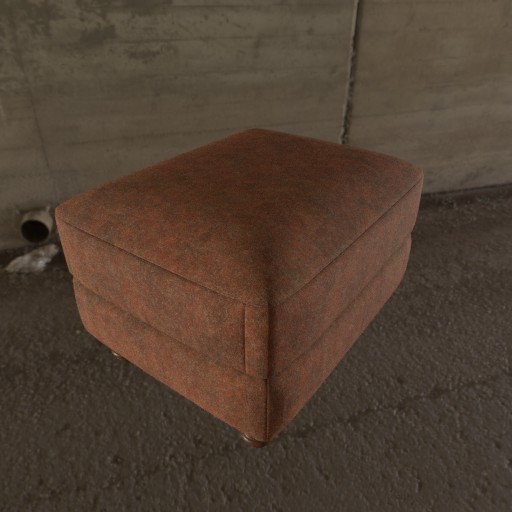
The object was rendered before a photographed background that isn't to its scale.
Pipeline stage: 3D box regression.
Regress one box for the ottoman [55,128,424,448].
[{"bbox_3d":[0.000,0.000,1.161,0.635,0.508,0.787,21,38,30],"label":"ottoman"}]
